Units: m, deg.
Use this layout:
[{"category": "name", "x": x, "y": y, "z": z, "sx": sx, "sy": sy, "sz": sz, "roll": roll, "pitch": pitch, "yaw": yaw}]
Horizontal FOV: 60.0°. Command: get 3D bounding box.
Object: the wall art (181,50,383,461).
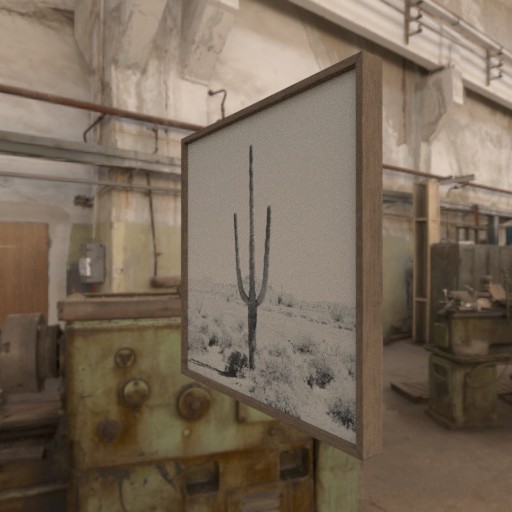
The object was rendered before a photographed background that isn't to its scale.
[{"category": "wall art", "x": 0.000, "y": 0.000, "z": 0.766, "sx": 0.038, "sy": 0.508, "sz": 0.508, "roll": 0, "pitch": 0, "yaw": -35}]
